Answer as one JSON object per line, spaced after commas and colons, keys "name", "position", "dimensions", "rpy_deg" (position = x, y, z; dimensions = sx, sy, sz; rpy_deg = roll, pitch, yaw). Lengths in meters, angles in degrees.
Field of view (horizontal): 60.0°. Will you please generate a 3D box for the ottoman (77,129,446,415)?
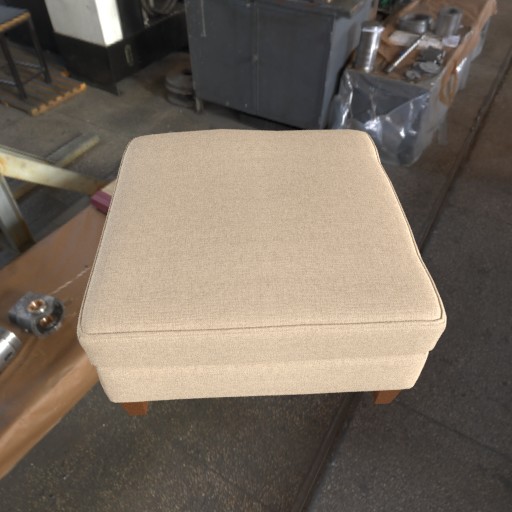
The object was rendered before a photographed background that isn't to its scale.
{"name": "ottoman", "position": [0.000, 0.000, 1.385], "dimensions": [0.838, 0.503, 0.838], "rpy_deg": [-2, 46, -2]}
